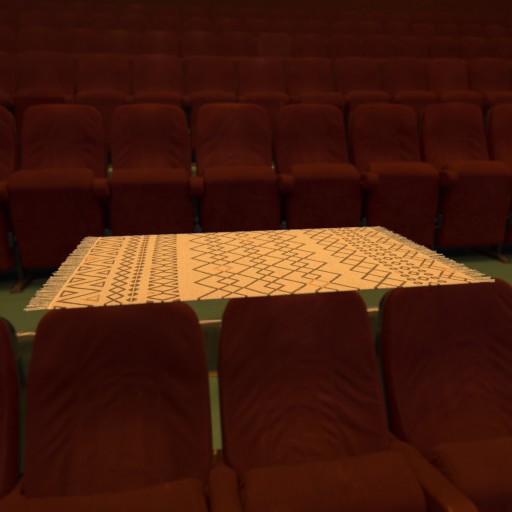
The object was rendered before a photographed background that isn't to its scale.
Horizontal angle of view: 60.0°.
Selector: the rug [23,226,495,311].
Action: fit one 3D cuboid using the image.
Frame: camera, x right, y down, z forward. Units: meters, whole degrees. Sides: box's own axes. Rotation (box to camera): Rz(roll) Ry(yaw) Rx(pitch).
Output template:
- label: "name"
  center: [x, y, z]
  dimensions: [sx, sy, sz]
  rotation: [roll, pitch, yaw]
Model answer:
- label: "rug"
  center: [0.000, 0.000, 2.424]
  dimensions: [2.023, 0.028, 1.224]
  rotation: [-3, 16, -10]
